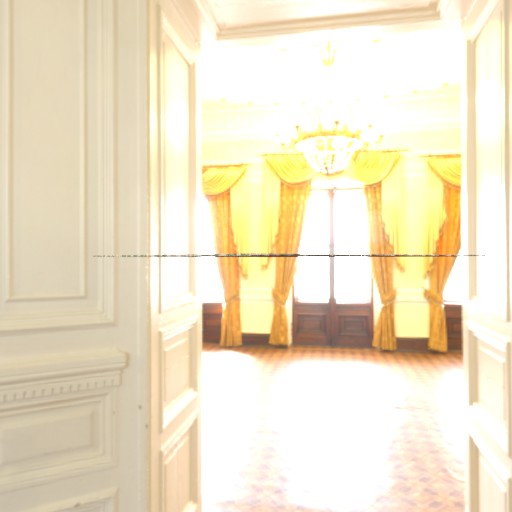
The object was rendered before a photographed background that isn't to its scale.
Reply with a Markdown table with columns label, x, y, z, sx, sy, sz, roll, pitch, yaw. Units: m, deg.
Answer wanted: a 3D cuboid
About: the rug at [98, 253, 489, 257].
| label | x | y | z | sx | sy | sz | roll | pitch | yaw |
| --- | --- | --- | --- | --- | --- | --- | --- | --- | --- |
| rug | 0.000 | 0.000 | 2.318 | 1.219 | 0.010 | 1.829 | 0 | 0 | -35 |
